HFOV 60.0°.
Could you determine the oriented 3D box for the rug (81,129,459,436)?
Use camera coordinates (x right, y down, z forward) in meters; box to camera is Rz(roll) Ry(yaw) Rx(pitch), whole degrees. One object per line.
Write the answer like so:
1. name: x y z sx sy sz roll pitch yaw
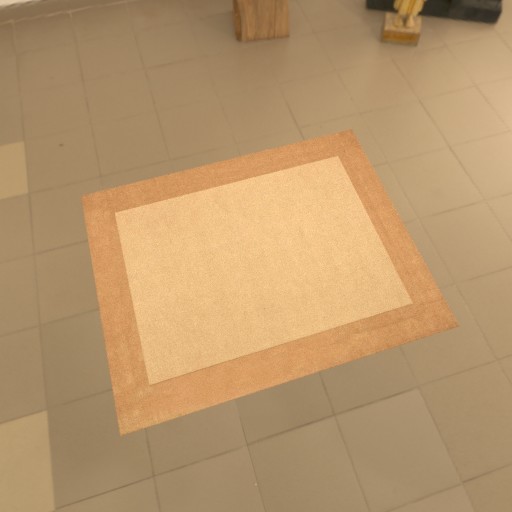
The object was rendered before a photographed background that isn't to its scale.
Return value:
1. rug: 0.000 0.000 4.288 3.048 0.014 2.438 -16 64 -8
